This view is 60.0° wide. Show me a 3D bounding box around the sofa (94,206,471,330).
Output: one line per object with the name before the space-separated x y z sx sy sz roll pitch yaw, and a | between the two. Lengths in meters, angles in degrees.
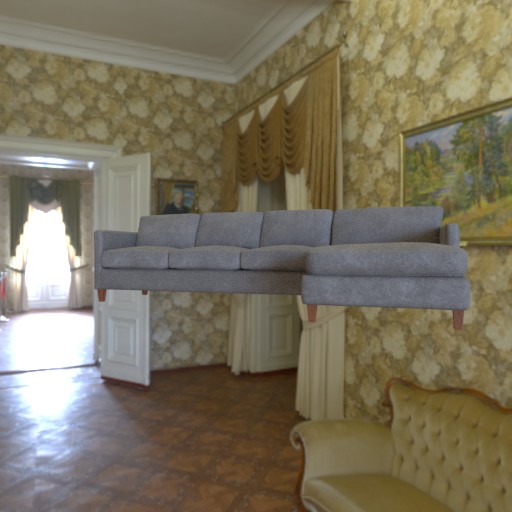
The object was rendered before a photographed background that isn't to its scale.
sofa | 0.000 0.000 4.116 3.471 0.950 1.604 0 0 19
